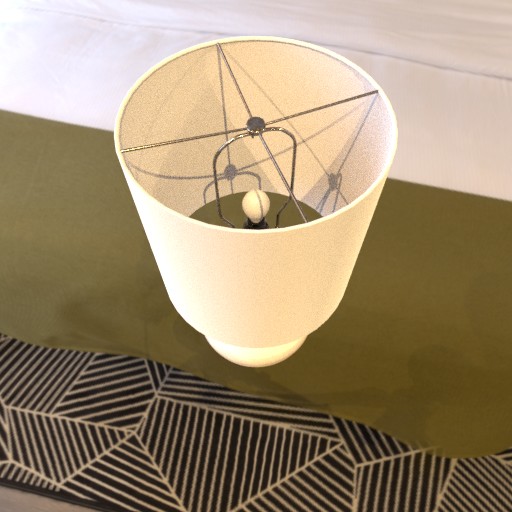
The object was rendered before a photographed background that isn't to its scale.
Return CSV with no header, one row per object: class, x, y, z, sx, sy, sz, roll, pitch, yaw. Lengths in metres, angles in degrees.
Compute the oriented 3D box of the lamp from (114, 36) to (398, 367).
lamp,0.000,0.000,0.514,0.217,0.404,0.217,-16,59,-10
